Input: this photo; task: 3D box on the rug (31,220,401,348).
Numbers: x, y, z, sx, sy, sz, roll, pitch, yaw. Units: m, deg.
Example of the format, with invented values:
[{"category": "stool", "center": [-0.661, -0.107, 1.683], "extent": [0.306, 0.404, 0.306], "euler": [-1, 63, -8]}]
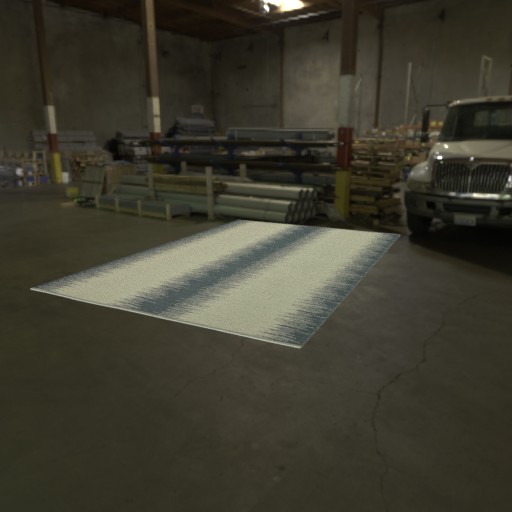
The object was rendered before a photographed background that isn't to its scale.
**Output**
[{"category": "rug", "center": [0.000, 0.000, 2.420], "extent": [1.234, 0.006, 1.854], "euler": [7, 17, 26]}]
